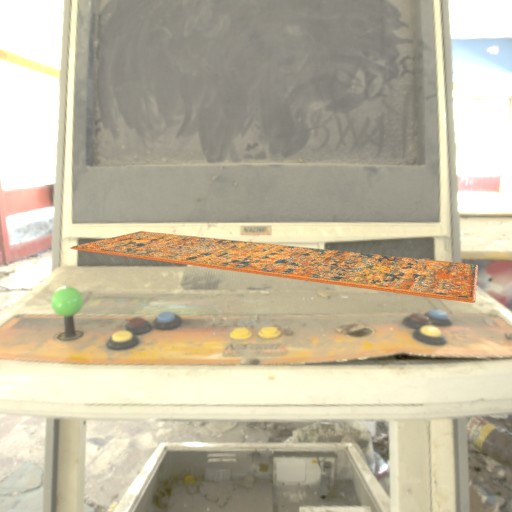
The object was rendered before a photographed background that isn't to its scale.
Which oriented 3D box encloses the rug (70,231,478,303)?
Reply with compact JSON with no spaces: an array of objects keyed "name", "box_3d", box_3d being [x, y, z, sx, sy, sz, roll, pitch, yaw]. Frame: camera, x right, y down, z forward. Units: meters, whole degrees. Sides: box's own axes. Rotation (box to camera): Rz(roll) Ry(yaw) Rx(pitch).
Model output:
[{"name":"rug","box_3d":[0.000,0.000,2.536,2.274,0.016,0.651,7,15,26]}]
